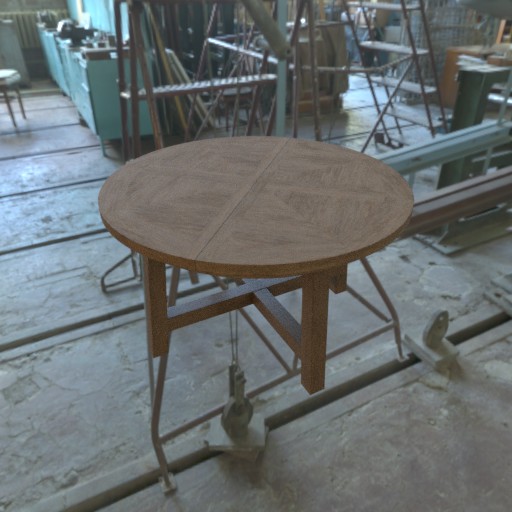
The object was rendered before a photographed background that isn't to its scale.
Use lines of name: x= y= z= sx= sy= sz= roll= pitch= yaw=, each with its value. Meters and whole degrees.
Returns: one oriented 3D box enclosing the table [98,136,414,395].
table: x=0.000 y=0.000 z=2.133 sx=1.319 sy=0.762 sz=1.319 roll=0 pitch=32 yaw=0
